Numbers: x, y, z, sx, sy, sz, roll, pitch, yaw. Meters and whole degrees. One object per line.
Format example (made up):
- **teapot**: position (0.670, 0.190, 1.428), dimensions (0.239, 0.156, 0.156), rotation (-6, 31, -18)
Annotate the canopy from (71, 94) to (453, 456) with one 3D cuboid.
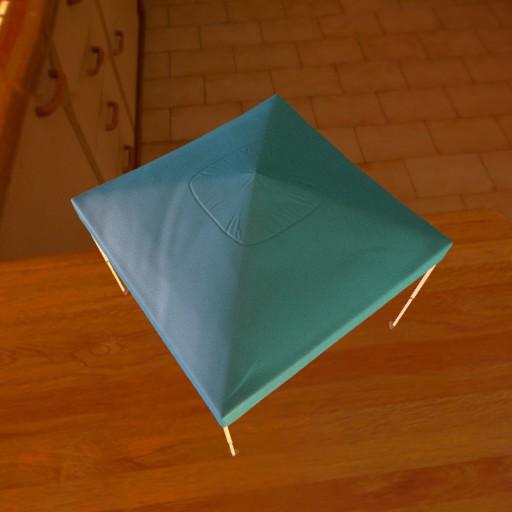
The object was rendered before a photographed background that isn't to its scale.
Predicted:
- **canopy**: position (0.000, 0.000, 5.450), dimensions (2.998, 2.997, 2.996), rotation (-33, 64, -18)
